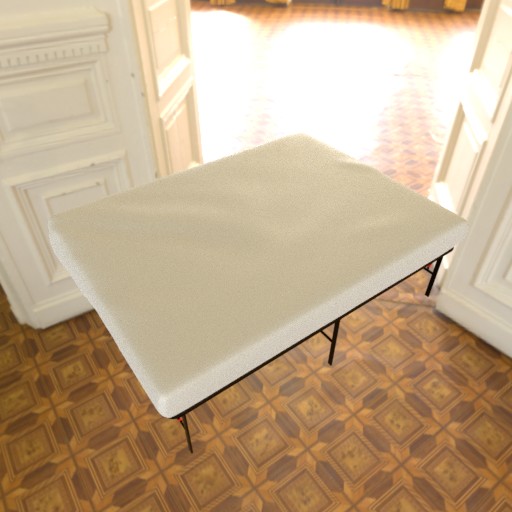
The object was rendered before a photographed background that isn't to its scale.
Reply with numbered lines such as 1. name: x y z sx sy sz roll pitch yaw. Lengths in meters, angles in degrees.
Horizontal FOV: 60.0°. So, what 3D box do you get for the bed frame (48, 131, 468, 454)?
1. bed frame: 0.000 0.000 2.884 2.151 0.667 1.584 -25 47 -26
